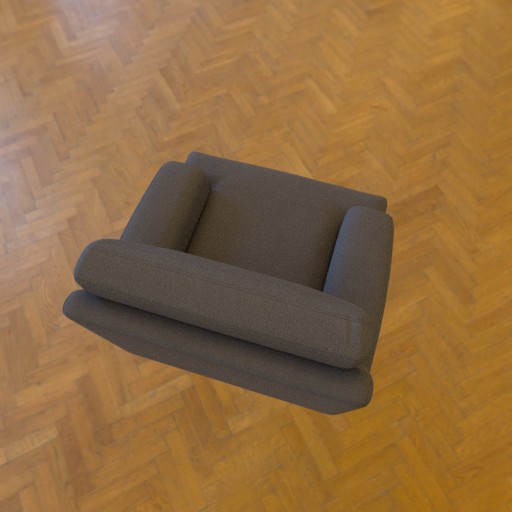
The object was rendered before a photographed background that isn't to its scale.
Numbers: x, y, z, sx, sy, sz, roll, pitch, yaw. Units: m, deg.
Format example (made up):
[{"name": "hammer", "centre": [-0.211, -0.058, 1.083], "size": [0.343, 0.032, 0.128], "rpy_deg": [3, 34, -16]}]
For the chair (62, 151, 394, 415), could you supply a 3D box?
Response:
[{"name": "chair", "centre": [0.000, 0.000, 1.994], "size": [1.168, 0.940, 1.143], "rpy_deg": [15, 64, 8]}]
